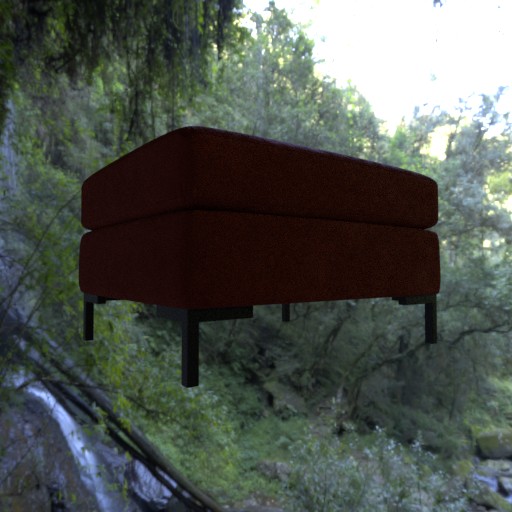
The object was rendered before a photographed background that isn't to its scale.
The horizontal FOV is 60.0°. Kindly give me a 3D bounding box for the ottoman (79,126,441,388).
[{"bbox_3d":[0.000,0.000,1.200,0.782,0.462,0.650,1,-2,-36],"label":"ottoman"}]
